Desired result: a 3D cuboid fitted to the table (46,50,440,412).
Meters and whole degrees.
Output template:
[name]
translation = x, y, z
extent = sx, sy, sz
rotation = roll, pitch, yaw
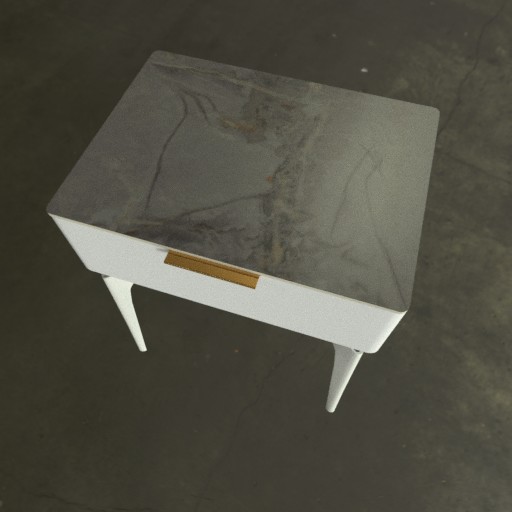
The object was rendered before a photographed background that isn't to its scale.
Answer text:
[table]
translation = 0.000, 0.000, 0.904
extent = 0.500, 0.570, 0.400
rotation = 15, 61, 9
